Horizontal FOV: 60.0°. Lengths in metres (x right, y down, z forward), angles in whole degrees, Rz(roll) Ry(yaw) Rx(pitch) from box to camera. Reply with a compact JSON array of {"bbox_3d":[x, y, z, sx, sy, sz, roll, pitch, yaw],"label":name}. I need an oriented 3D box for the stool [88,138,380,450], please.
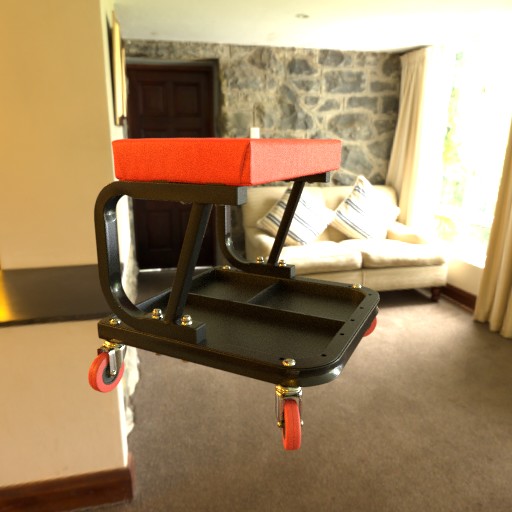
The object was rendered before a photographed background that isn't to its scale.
[{"bbox_3d":[0.000,0.000,0.743,0.371,0.380,0.446,7,16,26],"label":"stool"}]
